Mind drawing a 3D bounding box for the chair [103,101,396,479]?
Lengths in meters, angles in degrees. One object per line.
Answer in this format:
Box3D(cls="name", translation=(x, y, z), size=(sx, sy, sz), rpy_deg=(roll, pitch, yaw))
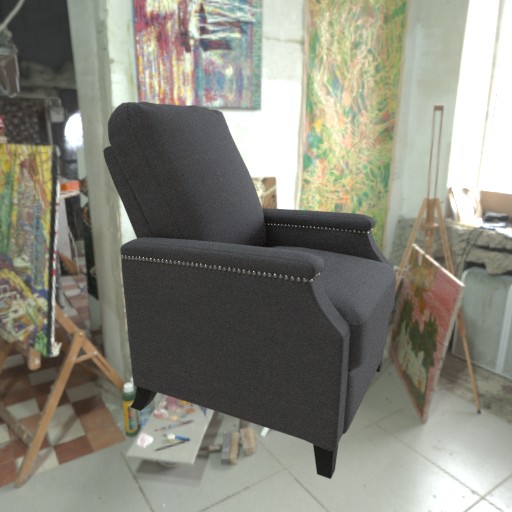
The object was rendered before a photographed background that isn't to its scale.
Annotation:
Box3D(cls="chair", translation=(0.000, 0.000, 1.598), size=(0.922, 1.049, 0.710), rpy_deg=(8, 18, 26))
